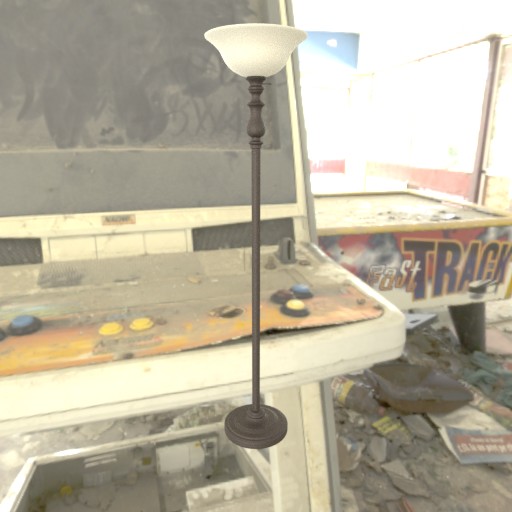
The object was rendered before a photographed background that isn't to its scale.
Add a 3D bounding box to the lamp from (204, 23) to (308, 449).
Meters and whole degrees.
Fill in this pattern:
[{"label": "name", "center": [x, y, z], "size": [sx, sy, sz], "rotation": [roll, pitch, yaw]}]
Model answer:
[{"label": "lamp", "center": [0.000, 0.000, 1.982], "size": [0.405, 1.797, 0.405], "rotation": [2, 15, 9]}]
